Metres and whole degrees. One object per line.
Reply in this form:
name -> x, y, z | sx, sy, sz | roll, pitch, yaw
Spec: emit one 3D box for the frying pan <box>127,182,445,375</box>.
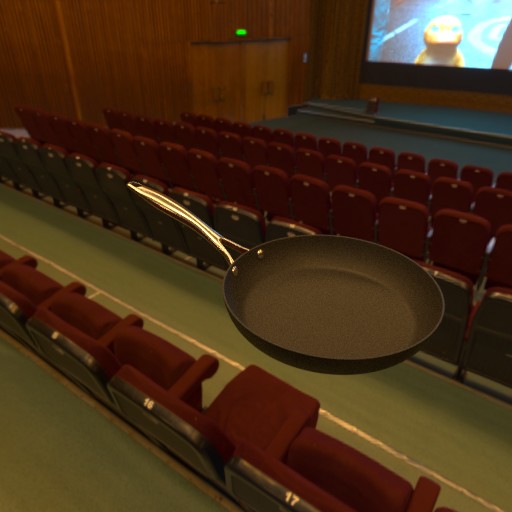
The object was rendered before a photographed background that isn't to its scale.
frying pan -> 0.000, 0.000, 0.580 | 0.472, 0.105, 0.255 | 20, 35, 31
